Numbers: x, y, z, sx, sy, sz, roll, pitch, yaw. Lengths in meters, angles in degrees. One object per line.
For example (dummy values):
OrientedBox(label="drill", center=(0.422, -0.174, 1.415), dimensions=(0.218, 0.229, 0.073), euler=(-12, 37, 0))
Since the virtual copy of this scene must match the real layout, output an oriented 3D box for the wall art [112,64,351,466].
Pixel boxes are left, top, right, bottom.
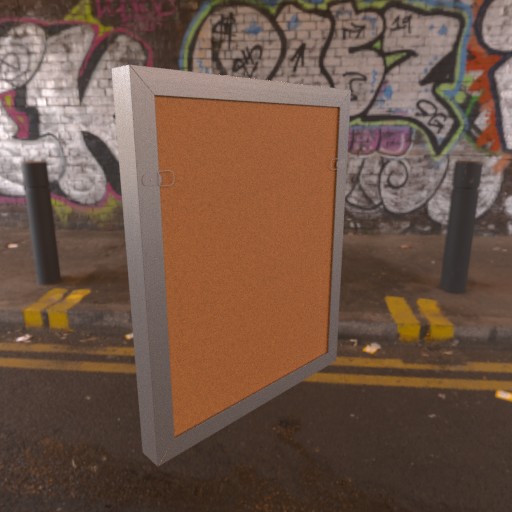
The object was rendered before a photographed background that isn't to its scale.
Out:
OrientedBox(label="wall art", center=(0.000, 0.000, 0.513), dimensions=(0.308, 0.379, 0.030), euler=(-15, 21, -43))
